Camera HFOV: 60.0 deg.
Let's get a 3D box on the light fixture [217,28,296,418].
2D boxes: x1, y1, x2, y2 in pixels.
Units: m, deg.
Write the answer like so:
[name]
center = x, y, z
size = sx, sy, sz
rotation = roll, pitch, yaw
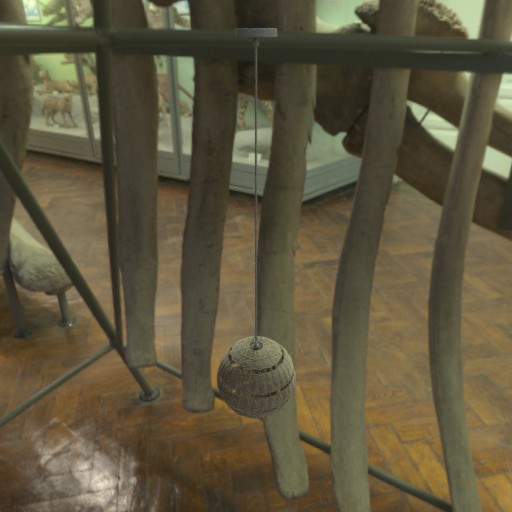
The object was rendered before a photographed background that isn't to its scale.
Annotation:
[light fixture]
center = 0.000, 0.000, 2.212
size = 0.457, 2.019, 0.457
rotation = 17, 32, 30
